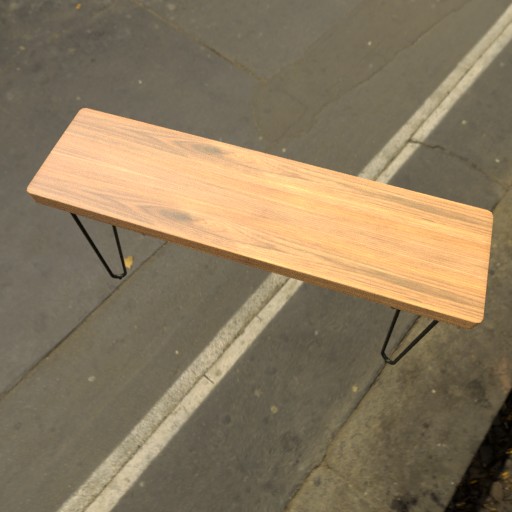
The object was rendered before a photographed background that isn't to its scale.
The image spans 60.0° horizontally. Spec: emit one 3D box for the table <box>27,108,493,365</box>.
[{"bbox_3d":[0.000,0.000,1.901,1.570,0.834,0.425,16,64,8],"label":"table"}]
